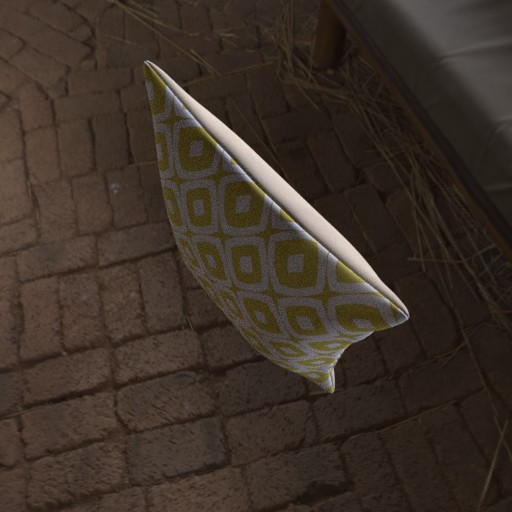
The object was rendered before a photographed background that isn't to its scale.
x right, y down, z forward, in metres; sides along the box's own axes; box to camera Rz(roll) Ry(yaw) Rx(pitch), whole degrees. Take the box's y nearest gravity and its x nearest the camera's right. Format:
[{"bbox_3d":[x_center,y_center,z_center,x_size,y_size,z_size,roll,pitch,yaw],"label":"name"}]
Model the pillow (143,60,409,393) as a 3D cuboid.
[{"bbox_3d":[0.000,0.000,0.772,0.188,0.494,0.504,-37,69,-16],"label":"pillow"}]
